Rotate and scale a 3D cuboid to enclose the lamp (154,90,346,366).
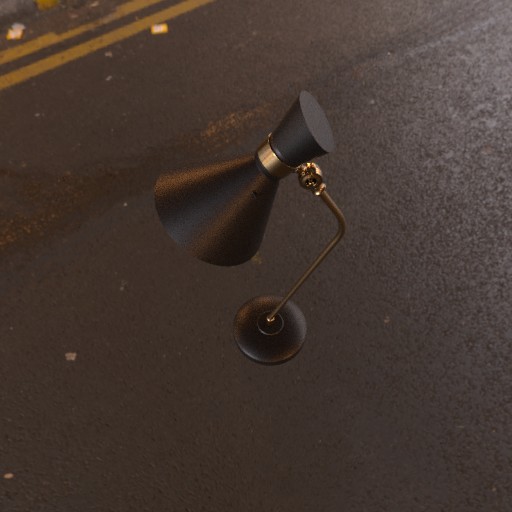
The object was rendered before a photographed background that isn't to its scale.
[{"bbox_3d":[0.000,0.000,0.788,0.292,0.647,0.189,0,56,0],"label":"lamp"}]
